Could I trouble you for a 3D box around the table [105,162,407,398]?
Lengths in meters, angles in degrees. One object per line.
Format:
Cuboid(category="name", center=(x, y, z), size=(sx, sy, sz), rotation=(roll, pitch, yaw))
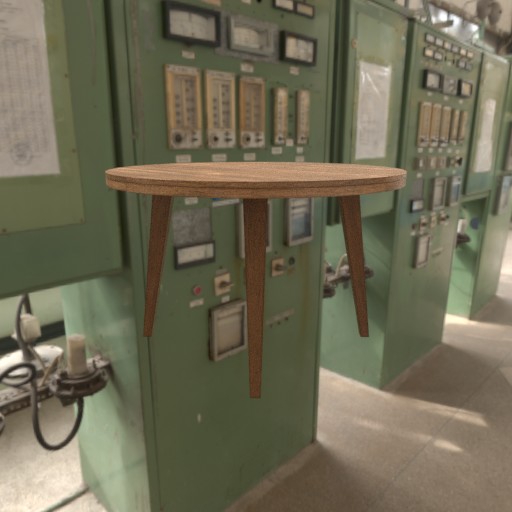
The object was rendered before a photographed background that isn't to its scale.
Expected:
Cuboid(category="table", center=(0.000, 0.000, 1.973), size=(1.213, 0.764, 1.213), rotation=(0, 15, 0))
